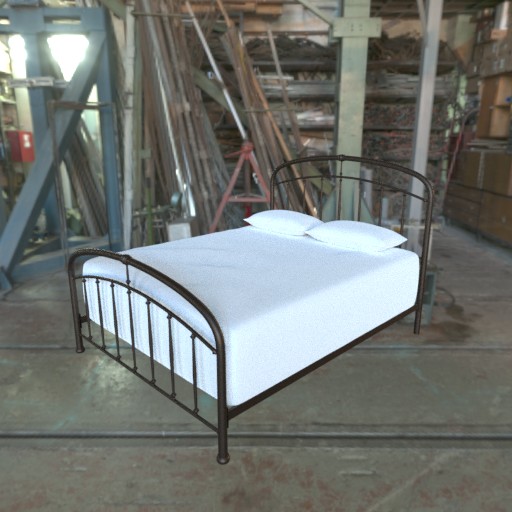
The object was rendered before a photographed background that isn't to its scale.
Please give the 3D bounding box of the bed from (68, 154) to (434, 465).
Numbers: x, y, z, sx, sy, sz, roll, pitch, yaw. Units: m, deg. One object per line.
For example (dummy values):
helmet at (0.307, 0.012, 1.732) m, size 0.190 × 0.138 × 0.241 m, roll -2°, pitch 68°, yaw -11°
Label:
bed at (0.000, 0.000, 3.325) m, size 1.711 × 1.425 × 2.180 m, roll 15°, pitch 21°, yaw 43°
